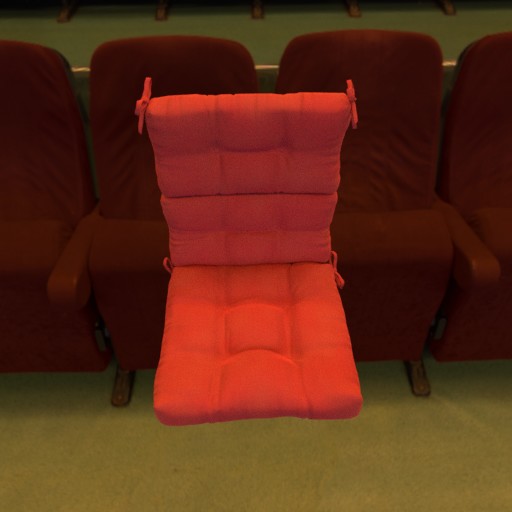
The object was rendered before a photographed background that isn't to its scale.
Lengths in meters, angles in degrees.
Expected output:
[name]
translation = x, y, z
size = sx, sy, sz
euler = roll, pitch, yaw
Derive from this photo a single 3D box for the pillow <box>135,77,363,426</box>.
[pillow]
translation = 0.000, 0.000, 1.020
size = 0.519, 0.605, 0.571
euler = -2, 47, -1
